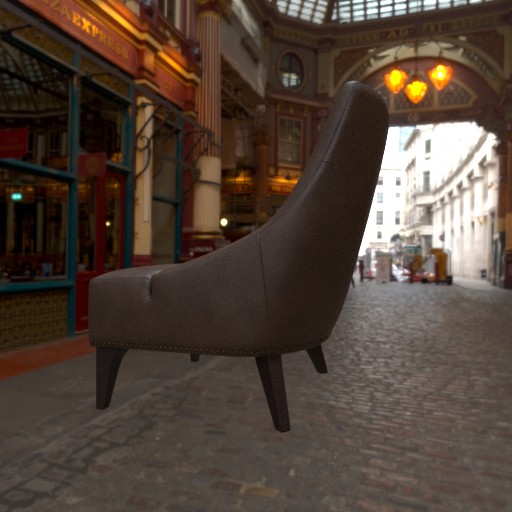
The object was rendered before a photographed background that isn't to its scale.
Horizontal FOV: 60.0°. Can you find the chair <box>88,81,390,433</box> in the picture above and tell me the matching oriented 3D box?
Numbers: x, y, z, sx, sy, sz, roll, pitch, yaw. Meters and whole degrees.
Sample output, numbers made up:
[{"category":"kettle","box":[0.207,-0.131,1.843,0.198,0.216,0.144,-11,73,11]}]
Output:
[{"category":"chair","box":[0.000,0.000,1.495,0.861,0.909,0.701,0,0,18]}]
